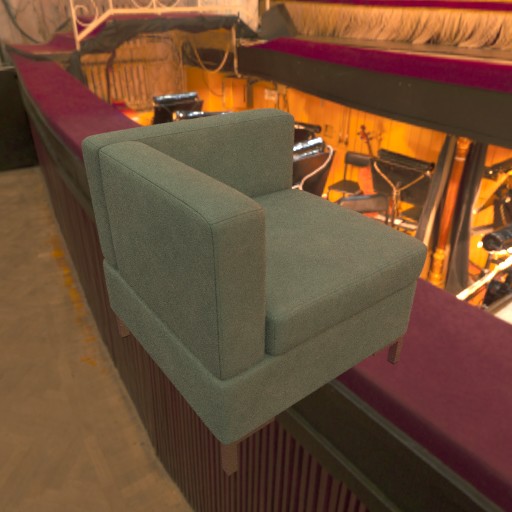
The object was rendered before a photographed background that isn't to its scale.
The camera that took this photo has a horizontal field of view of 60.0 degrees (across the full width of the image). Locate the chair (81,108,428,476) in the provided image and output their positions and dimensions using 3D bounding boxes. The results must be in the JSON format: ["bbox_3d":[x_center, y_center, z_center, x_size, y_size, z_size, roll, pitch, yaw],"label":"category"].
[{"bbox_3d":[0.000,0.000,1.248,0.680,0.660,0.680,-21,35,-32],"label":"chair"}]
